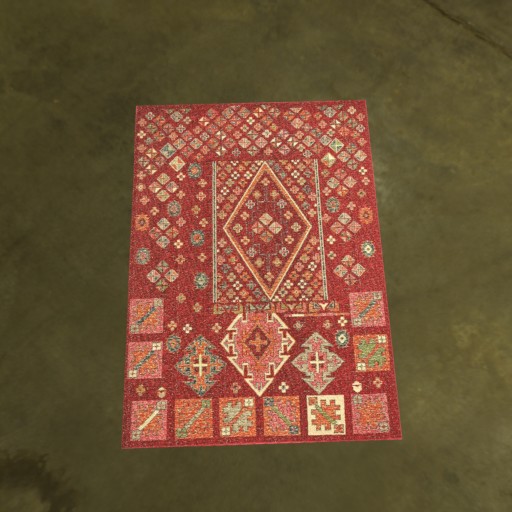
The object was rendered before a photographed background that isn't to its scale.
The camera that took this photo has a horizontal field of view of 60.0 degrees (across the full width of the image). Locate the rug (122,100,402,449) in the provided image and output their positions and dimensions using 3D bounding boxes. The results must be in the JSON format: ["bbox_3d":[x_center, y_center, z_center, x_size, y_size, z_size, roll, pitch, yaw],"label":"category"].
[{"bbox_3d":[0.000,0.000,2.768,1.579,0.007,2.184,-2,75,0],"label":"rug"}]
